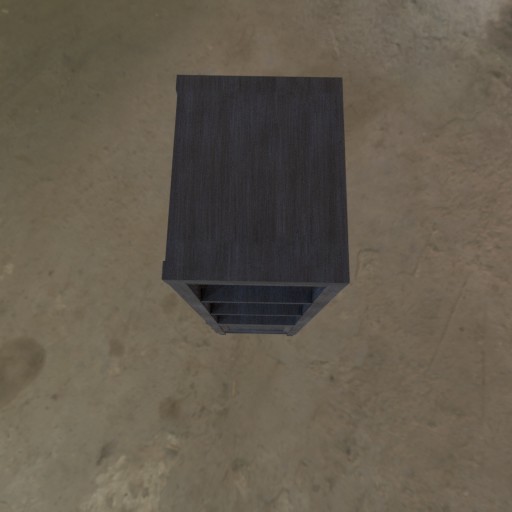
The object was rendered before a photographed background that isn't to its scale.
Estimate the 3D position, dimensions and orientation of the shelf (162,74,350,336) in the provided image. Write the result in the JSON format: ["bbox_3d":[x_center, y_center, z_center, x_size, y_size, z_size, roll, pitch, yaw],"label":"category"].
[{"bbox_3d":[0.000,0.000,1.998,0.472,1.727,0.584,1,75,0],"label":"shelf"}]
